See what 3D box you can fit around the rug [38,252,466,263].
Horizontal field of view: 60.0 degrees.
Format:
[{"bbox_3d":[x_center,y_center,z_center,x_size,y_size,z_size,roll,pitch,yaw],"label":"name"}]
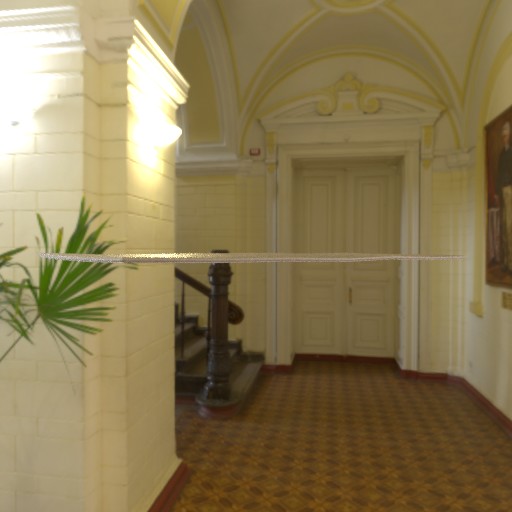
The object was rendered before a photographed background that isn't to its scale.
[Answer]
[{"bbox_3d":[0.000,0.000,2.278,1.829,0.034,1.252,-1,1,-36],"label":"rug"}]
